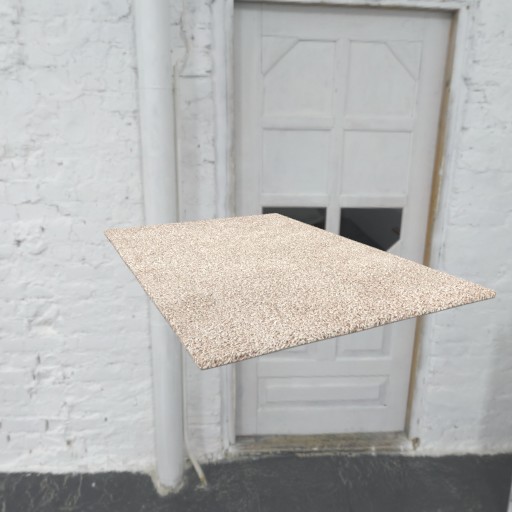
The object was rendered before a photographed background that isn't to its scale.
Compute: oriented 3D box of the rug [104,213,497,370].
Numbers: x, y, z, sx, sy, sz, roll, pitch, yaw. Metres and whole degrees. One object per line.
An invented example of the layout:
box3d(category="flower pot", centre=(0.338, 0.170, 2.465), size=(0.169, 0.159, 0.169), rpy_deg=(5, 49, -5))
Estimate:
box3d(category="rug", centre=(0.000, 0.000, 2.224), size=(1.219, 0.030, 1.778), rpy_deg=(-8, 18, -25))
